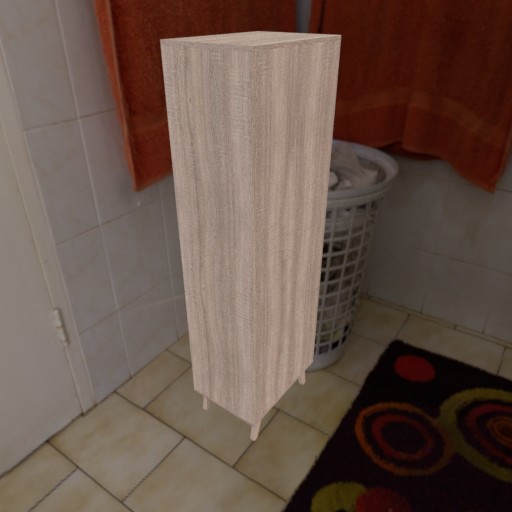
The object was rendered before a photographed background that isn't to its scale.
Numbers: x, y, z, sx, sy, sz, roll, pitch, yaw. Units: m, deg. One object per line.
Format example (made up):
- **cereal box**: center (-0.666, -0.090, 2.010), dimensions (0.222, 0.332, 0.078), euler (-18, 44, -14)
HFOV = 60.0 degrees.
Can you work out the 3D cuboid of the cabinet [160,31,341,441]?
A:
- **cabinet**: center (0.000, 0.000, 2.085), dimensions (0.400, 1.850, 0.570), euler (20, 36, 31)
